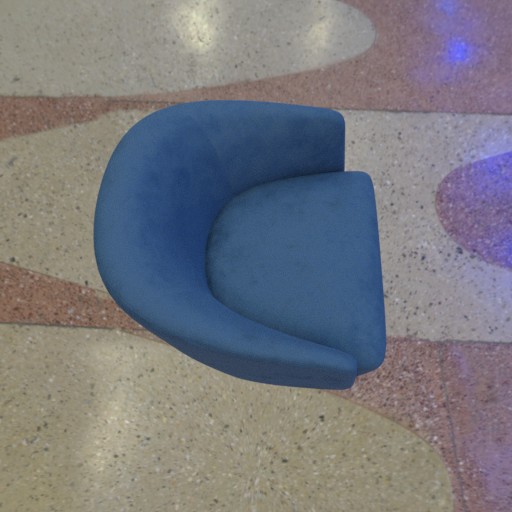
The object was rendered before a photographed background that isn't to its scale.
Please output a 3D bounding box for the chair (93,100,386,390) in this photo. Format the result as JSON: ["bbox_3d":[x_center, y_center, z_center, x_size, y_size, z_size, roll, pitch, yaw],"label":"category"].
[{"bbox_3d":[0.000,0.000,1.356,0.767,0.698,0.773,3,64,1],"label":"chair"}]
